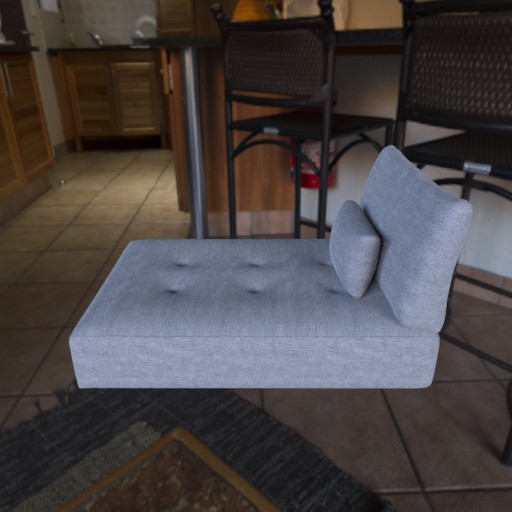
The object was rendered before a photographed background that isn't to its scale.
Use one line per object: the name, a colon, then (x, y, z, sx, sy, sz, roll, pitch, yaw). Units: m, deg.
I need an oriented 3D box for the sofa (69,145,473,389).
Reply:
sofa: (0.000, 0.000, 2.014, 1.450, 0.820, 0.930, 0, 26, 0)
